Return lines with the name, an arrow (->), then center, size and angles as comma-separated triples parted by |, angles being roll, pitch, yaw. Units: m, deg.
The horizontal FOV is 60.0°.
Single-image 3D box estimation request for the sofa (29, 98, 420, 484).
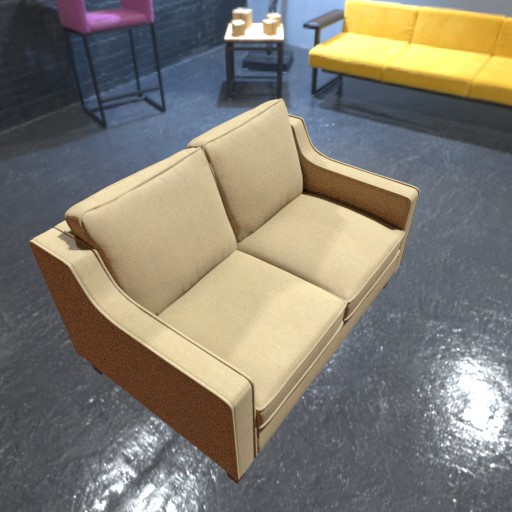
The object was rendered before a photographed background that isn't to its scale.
sofa -> 0.000, 0.000, 2.076 | 0.987, 0.971, 1.501 | 26, 47, 27
